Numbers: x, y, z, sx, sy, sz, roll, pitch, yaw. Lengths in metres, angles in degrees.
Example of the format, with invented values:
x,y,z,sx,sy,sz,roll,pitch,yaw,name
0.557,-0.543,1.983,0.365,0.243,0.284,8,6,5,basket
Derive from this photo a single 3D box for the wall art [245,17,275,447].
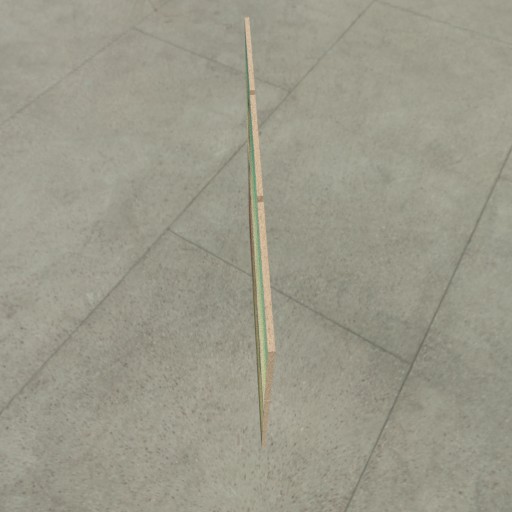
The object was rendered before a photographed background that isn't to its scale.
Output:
x,y,z,sx,sy,sz,roll,pitch,yaw,name
0.000,0.000,1.312,0.012,0.910,0.917,-3,58,-2,wall art
